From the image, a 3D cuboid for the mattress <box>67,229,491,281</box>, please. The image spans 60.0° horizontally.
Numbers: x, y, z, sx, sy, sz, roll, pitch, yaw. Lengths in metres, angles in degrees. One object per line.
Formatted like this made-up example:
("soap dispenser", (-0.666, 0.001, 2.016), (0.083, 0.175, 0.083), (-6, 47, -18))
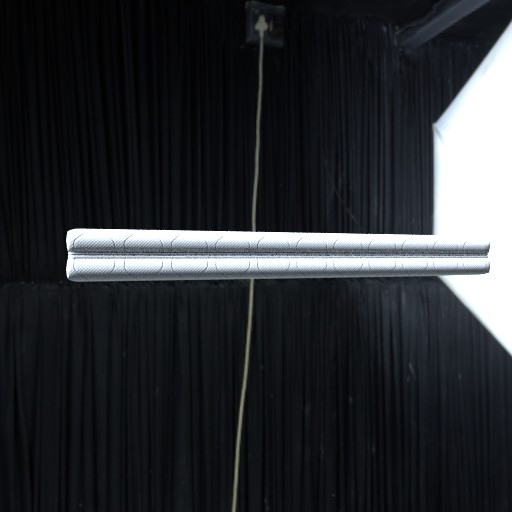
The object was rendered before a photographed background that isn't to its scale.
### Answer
("mattress", (0.000, 0.000, 2.705), (2.000, 0.200, 1.600), (0, 0, -18))
